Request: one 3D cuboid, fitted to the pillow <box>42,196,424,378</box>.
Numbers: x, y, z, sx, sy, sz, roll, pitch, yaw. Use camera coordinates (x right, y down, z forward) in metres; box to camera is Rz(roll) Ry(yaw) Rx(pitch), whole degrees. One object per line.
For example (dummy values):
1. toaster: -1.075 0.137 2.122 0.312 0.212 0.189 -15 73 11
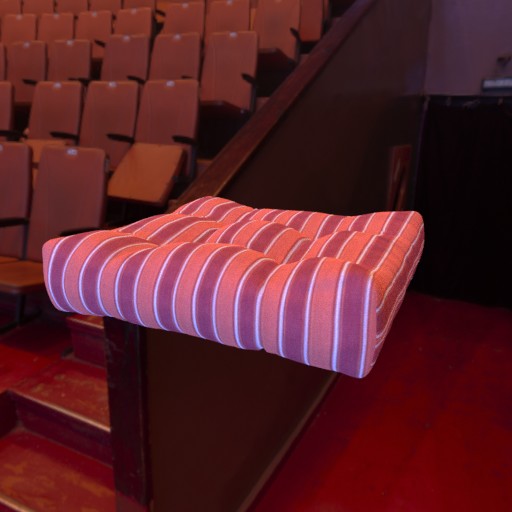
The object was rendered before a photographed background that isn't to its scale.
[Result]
1. pillow: 0.000 0.000 0.737 0.490 0.133 0.468 8 19 25
